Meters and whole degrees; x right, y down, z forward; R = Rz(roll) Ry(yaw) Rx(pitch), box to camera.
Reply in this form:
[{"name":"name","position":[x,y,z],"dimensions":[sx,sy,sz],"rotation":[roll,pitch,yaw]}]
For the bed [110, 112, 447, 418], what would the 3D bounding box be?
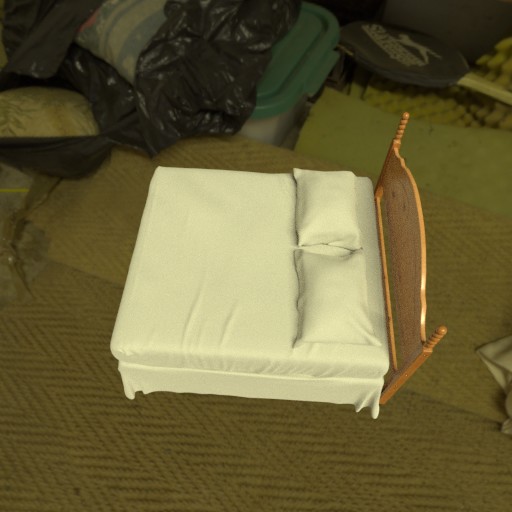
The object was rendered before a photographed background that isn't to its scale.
[{"name":"bed","position":[0.000,0.000,3.228],"dimensions":[2.040,1.356,1.873],"rotation":[3,57,2]}]
